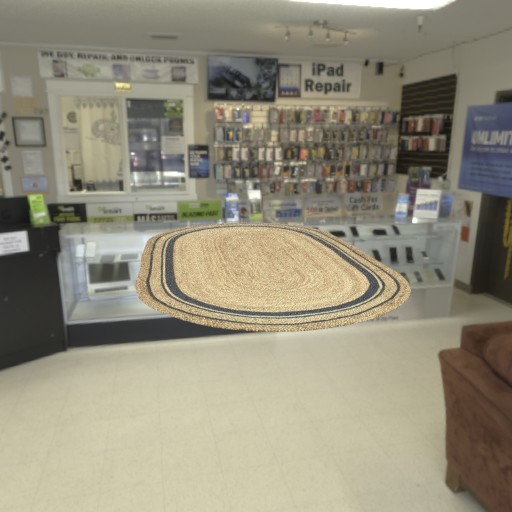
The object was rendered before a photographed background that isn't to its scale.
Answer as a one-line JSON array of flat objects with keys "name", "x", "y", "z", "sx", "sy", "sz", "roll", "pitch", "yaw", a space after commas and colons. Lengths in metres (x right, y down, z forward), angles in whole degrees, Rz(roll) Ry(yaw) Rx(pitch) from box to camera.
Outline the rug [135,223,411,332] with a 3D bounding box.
[{"name": "rug", "x": 0.000, "y": 0.000, "z": 2.998, "sx": 1.520, "sy": 0.006, "sz": 2.432, "roll": -3, "pitch": 15, "yaw": -10}]
